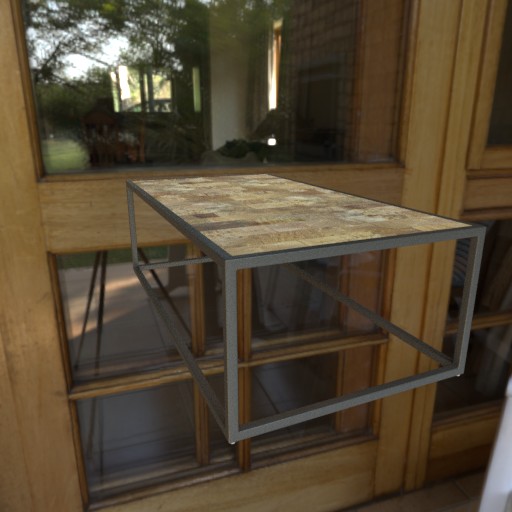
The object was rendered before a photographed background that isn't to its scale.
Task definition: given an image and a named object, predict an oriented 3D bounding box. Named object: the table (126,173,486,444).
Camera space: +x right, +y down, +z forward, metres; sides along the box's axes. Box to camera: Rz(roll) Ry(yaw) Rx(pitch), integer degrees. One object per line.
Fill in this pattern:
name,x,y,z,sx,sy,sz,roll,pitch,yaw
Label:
table,0.000,0.000,1.492,0.649,0.398,1.199,-7,18,-23
